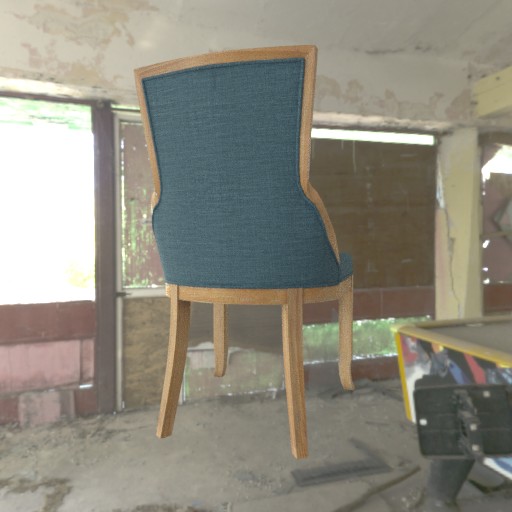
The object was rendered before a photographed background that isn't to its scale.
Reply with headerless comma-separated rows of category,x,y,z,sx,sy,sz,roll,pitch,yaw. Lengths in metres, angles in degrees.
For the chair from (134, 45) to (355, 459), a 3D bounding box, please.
chair,0.000,0.000,1.320,0.524,0.947,0.641,1,2,18
